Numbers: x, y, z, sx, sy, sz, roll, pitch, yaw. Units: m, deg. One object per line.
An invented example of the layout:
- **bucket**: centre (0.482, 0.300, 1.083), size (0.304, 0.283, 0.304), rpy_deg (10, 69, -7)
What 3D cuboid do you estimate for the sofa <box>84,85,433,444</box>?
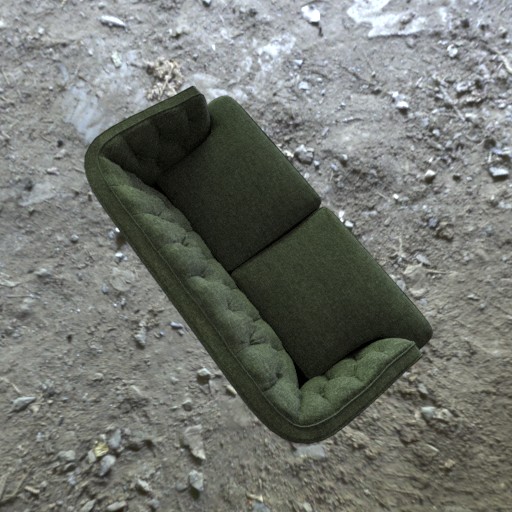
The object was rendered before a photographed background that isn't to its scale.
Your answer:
- **sofa**: centre (0.000, 0.000, 2.300), size (0.941, 0.855, 1.733), rpy_deg (-37, 78, -9)
